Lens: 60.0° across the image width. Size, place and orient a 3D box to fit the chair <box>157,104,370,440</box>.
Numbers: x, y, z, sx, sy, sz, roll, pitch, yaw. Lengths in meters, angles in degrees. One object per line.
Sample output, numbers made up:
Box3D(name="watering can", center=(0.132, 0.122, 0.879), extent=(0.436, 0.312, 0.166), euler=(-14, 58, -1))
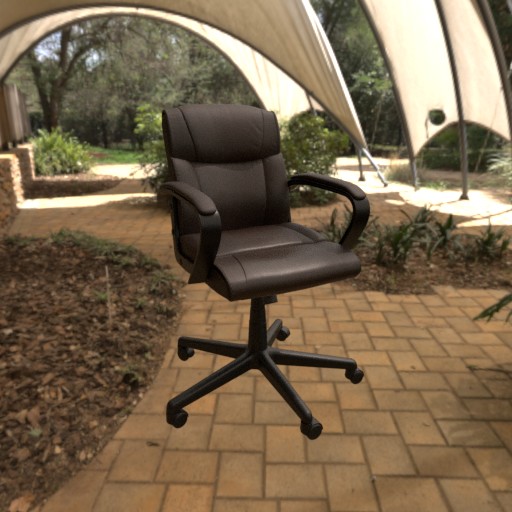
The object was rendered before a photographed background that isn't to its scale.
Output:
Box3D(name="chair", center=(0.000, 0.000, 1.517), extent=(0.739, 1.004, 0.717), euler=(-8, 19, -26))
